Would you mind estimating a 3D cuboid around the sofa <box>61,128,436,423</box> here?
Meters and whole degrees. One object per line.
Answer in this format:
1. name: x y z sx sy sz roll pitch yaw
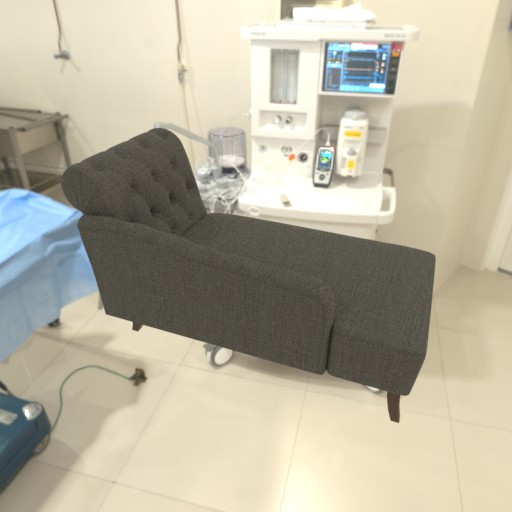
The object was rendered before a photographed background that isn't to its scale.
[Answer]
1. sofa: 0.000 0.000 1.816 1.379 0.787 0.675 12 33 19
